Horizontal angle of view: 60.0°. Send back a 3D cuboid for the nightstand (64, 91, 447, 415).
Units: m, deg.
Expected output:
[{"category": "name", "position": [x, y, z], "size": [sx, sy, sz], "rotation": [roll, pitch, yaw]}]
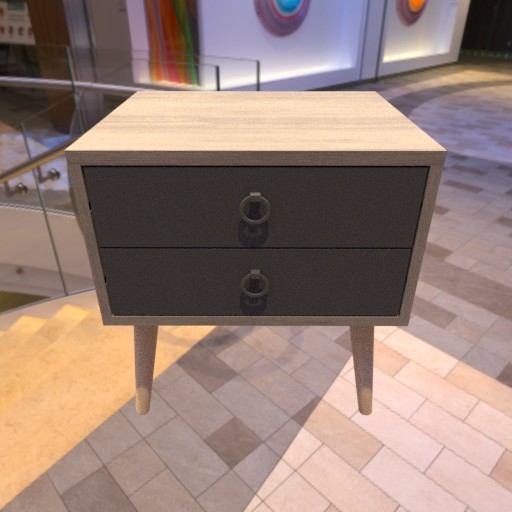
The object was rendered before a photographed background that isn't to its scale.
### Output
[{"category": "nightstand", "position": [0.000, 0.000, 0.803], "size": [0.450, 0.500, 0.380], "rotation": [0, 31, 0]}]
